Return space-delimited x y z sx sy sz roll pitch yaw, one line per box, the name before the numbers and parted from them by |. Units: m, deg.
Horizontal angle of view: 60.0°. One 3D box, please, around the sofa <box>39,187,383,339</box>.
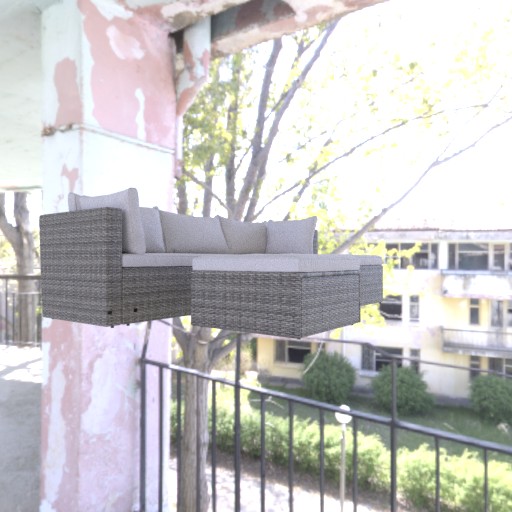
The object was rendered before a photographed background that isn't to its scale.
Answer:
sofa | 0.000 0.000 3.058 1.662 0.766 2.192 0 -1 37
